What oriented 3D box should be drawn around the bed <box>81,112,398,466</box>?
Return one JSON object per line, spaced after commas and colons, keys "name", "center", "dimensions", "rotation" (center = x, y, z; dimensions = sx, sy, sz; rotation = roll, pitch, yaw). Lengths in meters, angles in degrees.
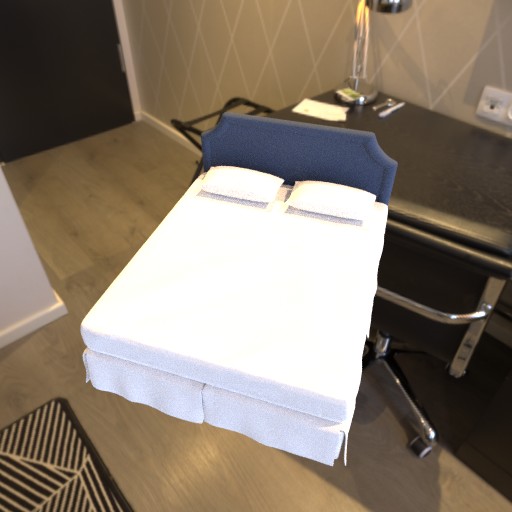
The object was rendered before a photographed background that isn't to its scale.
{"name": "bed", "center": [0.000, 0.000, 4.179], "dimensions": [2.350, 1.488, 2.773], "rotation": [12, 43, 14]}
